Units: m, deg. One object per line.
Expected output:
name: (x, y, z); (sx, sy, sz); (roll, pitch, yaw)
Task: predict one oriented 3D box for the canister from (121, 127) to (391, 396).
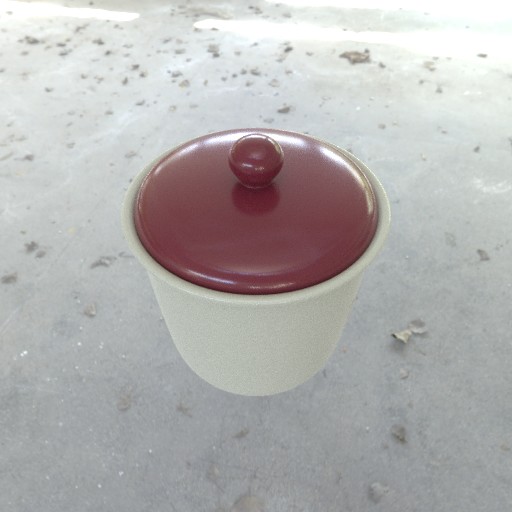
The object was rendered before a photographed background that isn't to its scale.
canister: (0.000, 0.000, 0.347); (0.182, 0.208, 0.182); (0, 47, 0)
